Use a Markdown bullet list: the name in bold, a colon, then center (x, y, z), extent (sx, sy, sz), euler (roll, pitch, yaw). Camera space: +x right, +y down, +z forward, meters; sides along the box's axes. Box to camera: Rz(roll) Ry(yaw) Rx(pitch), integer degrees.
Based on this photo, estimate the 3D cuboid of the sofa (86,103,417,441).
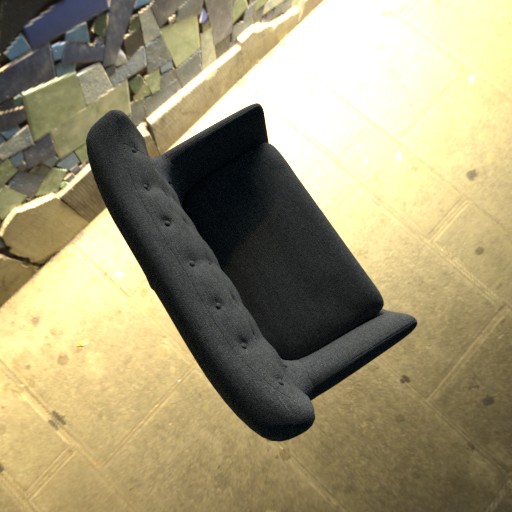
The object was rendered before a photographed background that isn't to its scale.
- **sofa**: center (0.000, 0.000, 2.047), extent (0.874, 1.028, 1.358), euler (-32, 78, -8)
